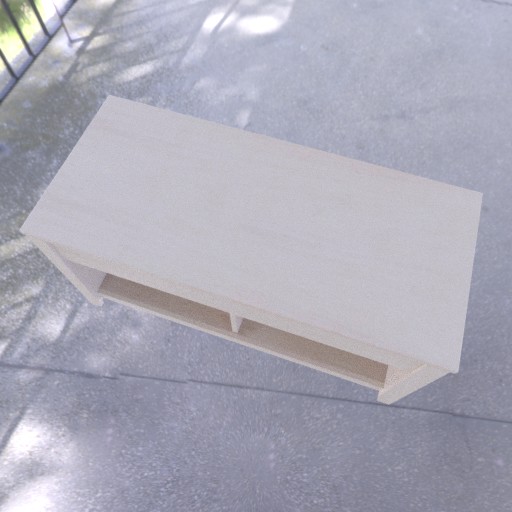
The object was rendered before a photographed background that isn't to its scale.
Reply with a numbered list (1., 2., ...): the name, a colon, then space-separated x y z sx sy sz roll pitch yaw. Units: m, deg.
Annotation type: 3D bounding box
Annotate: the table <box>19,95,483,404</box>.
1. table: 0.000 0.000 1.276 1.016 0.483 0.457 17 65 8
